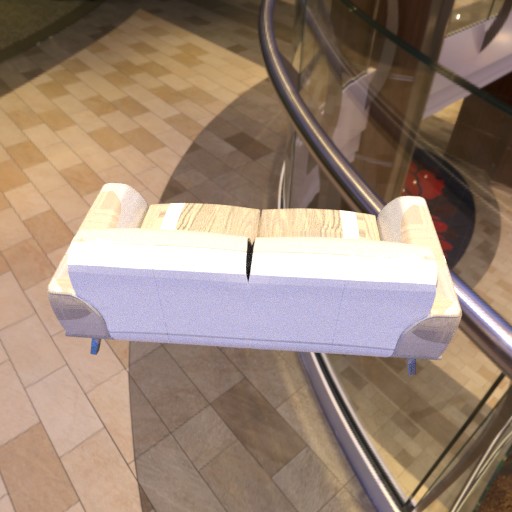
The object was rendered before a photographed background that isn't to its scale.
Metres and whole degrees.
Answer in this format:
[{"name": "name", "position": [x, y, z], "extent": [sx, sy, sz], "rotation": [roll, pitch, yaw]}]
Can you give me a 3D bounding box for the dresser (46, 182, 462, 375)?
[{"name": "dresser", "position": [0.000, 0.000, 5.859], "extent": [4.679, 1.863, 2.251], "rotation": [3, 44, 3]}]
